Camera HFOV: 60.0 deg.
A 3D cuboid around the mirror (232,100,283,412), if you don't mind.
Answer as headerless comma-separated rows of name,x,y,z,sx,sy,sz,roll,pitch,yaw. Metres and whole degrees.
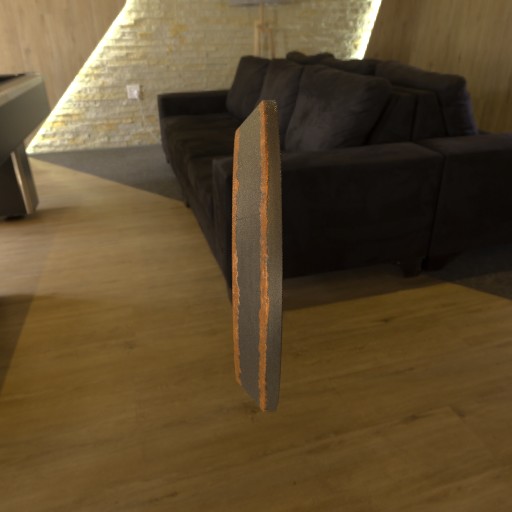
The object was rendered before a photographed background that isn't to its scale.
mirror,0.000,0.000,1.368,0.111,0.907,0.907,0,27,0
